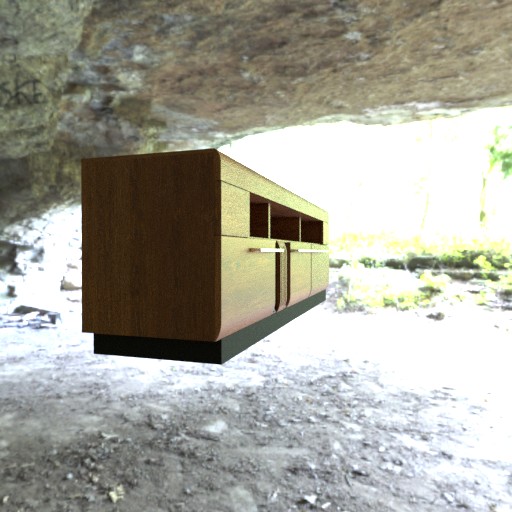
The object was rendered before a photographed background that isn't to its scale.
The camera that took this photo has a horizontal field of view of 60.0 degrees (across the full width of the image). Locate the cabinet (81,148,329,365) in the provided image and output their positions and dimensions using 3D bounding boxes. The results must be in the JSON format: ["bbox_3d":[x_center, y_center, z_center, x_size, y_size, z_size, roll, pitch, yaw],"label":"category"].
[{"bbox_3d":[0.000,0.000,1.835,0.419,0.510,1.600,0,0,18],"label":"cabinet"}]
